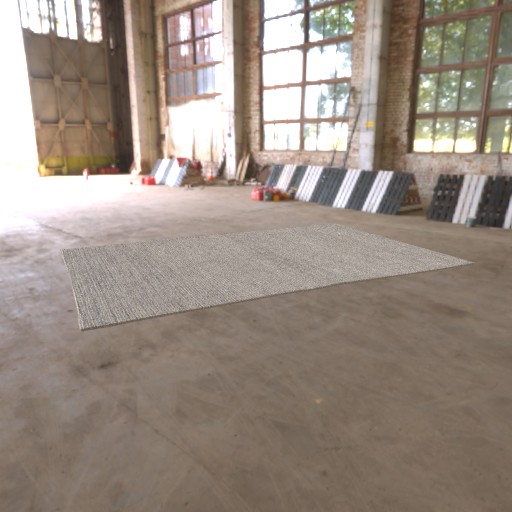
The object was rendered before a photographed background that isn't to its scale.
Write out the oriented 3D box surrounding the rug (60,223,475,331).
[{"bbox_3d":[0.000,0.000,2.272,1.804,0.022,1.162,-7,16,-25],"label":"rug"}]
